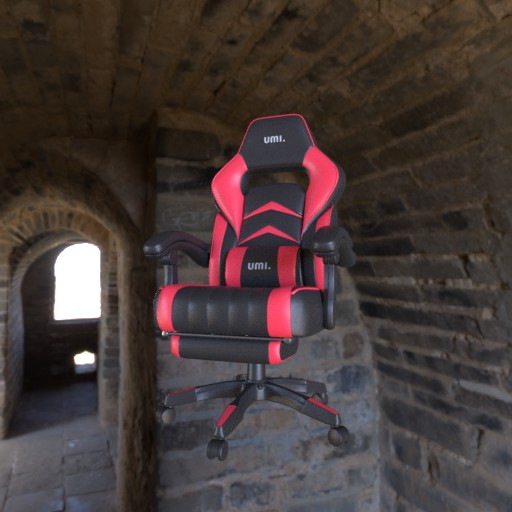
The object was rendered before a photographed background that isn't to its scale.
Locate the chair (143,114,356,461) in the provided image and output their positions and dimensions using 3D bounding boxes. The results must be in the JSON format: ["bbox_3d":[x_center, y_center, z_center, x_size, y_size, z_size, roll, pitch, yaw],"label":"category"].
[{"bbox_3d":[0.000,0.000,1.629,0.700,1.220,0.700,-1,-2,20],"label":"chair"}]
